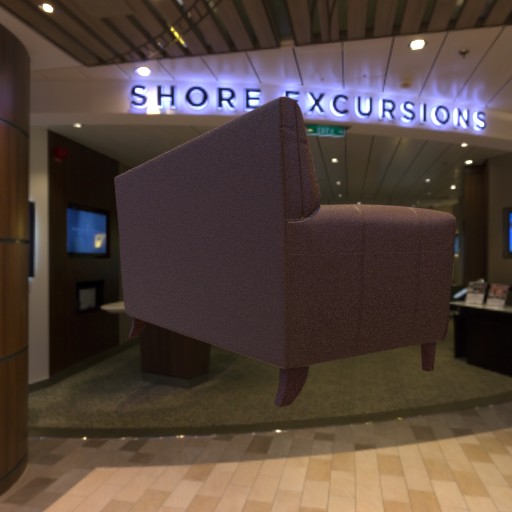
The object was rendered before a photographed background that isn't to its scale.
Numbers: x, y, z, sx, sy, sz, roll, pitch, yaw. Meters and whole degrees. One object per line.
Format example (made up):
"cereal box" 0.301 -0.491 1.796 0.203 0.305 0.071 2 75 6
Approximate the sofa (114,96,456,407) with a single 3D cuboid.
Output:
"sofa" 0.000 0.000 2.011 0.853 0.859 1.468 0 0 -34
